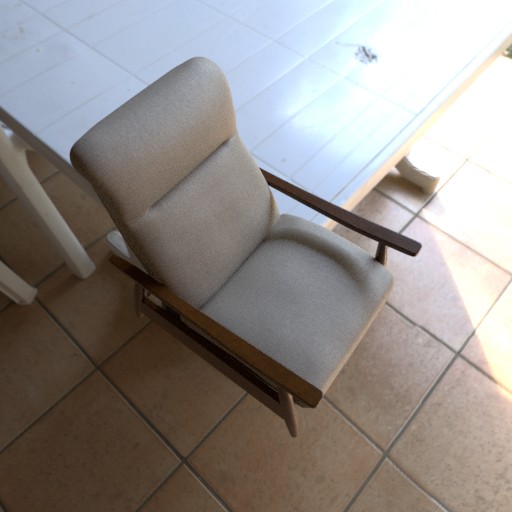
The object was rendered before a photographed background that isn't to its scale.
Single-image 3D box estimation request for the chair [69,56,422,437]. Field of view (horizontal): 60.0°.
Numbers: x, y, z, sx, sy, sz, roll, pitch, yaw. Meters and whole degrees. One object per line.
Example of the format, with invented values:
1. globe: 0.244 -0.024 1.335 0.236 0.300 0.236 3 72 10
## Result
1. chair: 0.000 0.000 1.763 1.030 1.082 0.762 32 63 19
